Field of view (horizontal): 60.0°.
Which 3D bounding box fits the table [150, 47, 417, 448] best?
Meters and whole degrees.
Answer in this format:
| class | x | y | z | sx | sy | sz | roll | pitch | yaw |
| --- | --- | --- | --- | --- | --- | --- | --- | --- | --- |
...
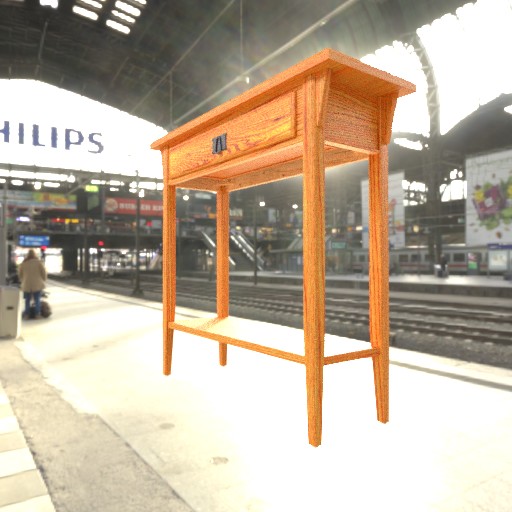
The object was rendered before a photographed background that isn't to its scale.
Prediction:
| class | x | y | z | sx | sy | sz | roll | pitch | yaw |
| --- | --- | --- | --- | --- | --- | --- | --- | --- | --- |
| table | 0.000 | 0.000 | 1.133 | 0.254 | 0.711 | 0.762 | 1 | -1 | -36 |
